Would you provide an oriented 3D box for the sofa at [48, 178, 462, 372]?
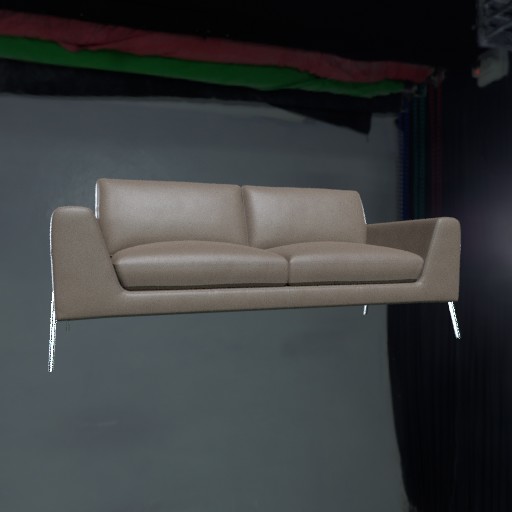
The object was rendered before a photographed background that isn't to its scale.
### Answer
[{"bbox_3d":[0.000,0.000,2.470,2.017,0.875,0.953,0,1,-19],"label":"sofa"}]
